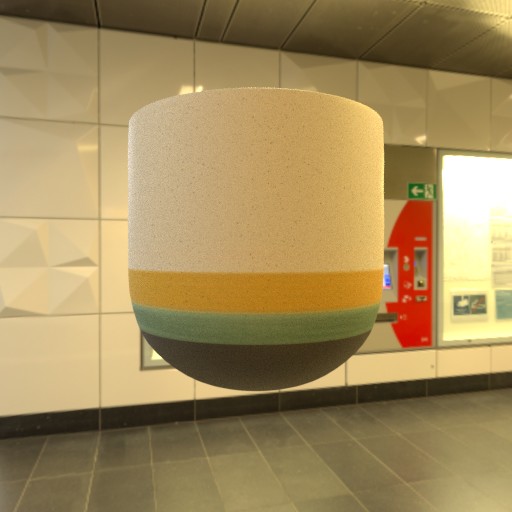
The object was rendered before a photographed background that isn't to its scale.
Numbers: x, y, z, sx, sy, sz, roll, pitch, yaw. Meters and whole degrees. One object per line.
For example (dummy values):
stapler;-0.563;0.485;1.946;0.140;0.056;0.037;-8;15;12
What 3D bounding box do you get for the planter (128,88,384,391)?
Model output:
planter;0.000;0.000;0.484;0.268;0.270;0.268;0;1;0
